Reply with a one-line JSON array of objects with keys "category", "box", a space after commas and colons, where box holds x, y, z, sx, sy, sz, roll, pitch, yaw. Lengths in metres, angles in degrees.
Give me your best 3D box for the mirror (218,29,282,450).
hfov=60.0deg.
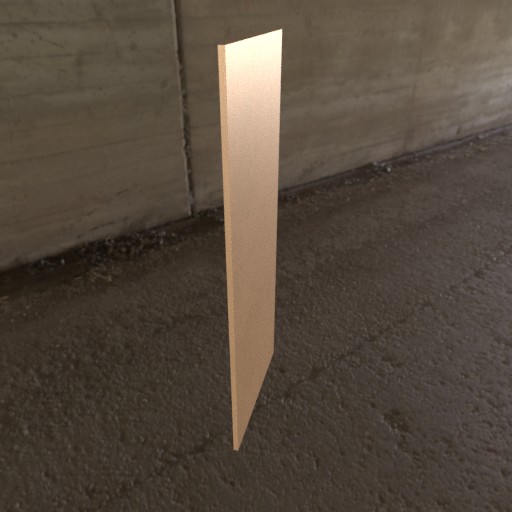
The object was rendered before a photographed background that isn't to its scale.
[{"category": "mirror", "box": [0.000, 0.000, 2.274, 0.026, 2.031, 0.812, 8, 31, 14]}]
